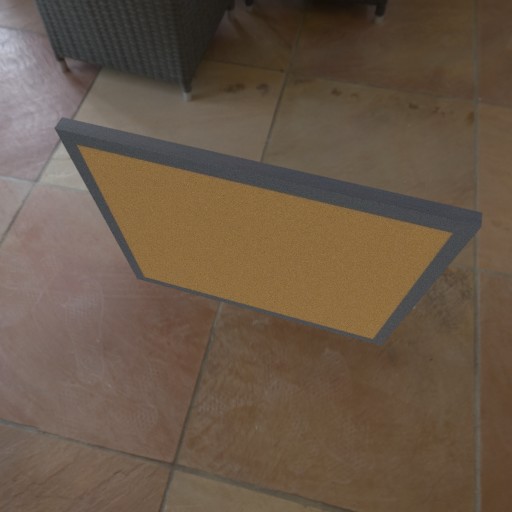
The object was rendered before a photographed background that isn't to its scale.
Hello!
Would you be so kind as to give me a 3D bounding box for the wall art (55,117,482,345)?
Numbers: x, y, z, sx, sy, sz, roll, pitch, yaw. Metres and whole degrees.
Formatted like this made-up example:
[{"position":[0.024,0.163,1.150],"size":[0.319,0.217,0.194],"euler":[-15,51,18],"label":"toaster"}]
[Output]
[{"position":[0.000,0.000,0.911],"size":[0.660,0.558,0.026],"euler":[14,63,8],"label":"wall art"}]
